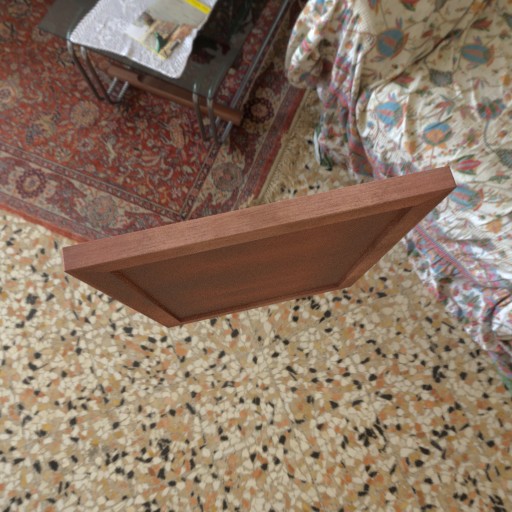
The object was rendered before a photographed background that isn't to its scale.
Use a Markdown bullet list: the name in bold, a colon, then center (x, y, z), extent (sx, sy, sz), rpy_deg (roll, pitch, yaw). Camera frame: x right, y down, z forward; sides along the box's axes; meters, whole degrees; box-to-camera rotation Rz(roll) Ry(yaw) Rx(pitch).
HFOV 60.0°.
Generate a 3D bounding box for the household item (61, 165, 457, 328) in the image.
- **household item**: center (0.000, 0.000, 0.544), extent (0.310, 0.407, 0.067), rpy_deg (-12, 75, -3)
